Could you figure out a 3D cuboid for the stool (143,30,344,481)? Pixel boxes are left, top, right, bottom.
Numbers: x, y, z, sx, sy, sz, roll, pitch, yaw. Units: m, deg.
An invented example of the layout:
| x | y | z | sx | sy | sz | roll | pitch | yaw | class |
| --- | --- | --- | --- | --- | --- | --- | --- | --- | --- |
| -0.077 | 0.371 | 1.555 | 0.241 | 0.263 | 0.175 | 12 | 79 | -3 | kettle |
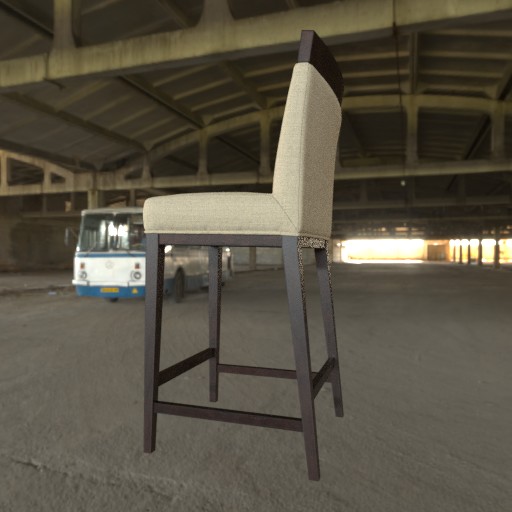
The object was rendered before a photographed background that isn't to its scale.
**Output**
| x | y | z | sx | sy | sz | roll | pitch | yaw | class |
| --- | --- | --- | --- | --- | --- | --- | --- | --- | --- |
| 0.000 | 0.000 | 1.398 | 0.531 | 1.117 | 0.511 | 0 | 1 | 19 | stool |
